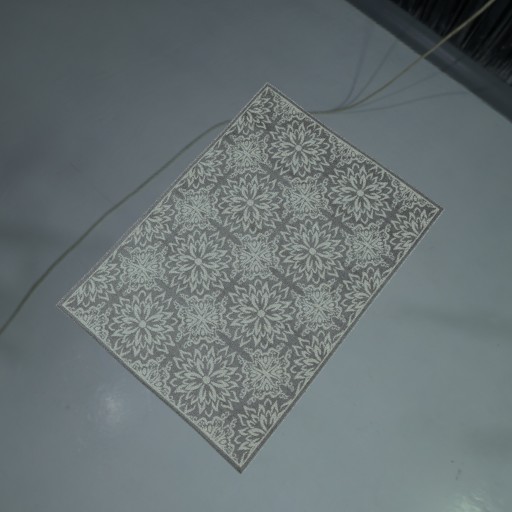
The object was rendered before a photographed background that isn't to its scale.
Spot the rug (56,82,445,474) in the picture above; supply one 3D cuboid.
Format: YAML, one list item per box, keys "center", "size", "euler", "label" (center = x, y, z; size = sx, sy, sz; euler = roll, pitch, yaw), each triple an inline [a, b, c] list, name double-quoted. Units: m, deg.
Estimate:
- center: [0.000, 0.000, 3.014]
  size: [1.608, 0.014, 2.213]
  euler: [39, 79, 9]
  label: "rug"
